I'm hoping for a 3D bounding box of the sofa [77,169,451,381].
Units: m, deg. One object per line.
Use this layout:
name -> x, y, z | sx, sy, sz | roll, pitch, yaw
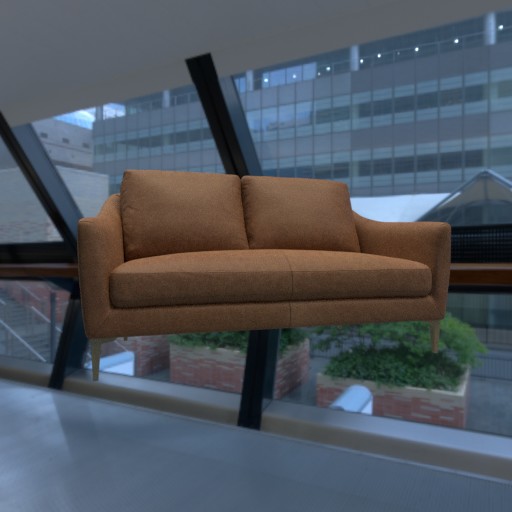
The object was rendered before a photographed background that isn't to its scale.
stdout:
sofa -> 0.000, 0.000, 2.251 | 1.619, 0.902, 0.960 | 0, 1, -17
